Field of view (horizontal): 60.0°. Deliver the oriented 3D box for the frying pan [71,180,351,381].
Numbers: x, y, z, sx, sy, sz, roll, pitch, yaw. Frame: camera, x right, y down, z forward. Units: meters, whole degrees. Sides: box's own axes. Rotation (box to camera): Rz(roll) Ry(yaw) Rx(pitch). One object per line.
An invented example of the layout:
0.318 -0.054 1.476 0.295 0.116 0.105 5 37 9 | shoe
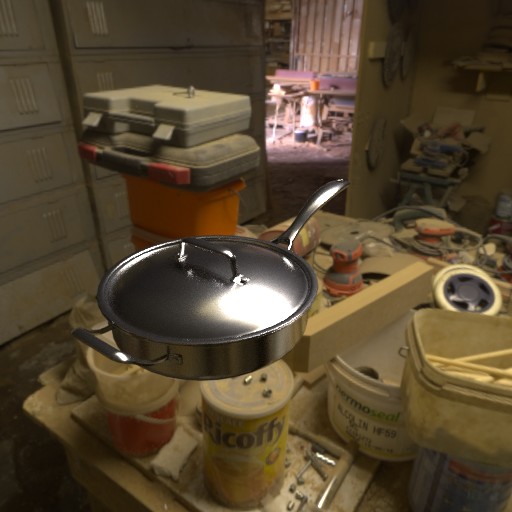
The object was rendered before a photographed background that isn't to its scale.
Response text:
0.000 0.000 0.652 0.280 0.114 0.561 18 31 32 | frying pan
